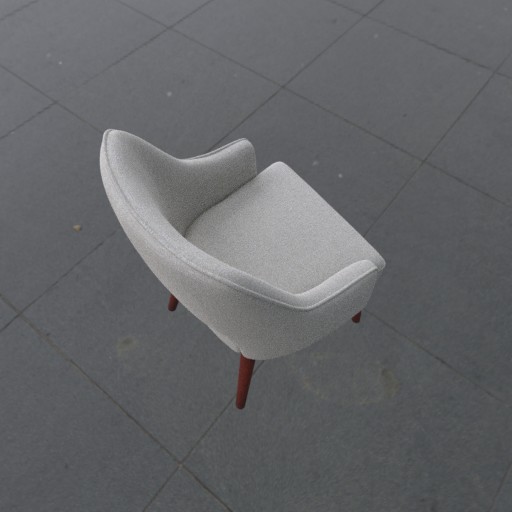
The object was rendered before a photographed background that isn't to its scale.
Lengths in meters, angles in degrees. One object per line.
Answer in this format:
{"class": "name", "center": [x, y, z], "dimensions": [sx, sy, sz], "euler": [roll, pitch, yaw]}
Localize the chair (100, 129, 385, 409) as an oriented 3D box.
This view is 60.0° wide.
{"class": "chair", "center": [0.000, 0.000, 1.195], "dimensions": [0.580, 0.840, 0.560], "euler": [-32, 64, -18]}
